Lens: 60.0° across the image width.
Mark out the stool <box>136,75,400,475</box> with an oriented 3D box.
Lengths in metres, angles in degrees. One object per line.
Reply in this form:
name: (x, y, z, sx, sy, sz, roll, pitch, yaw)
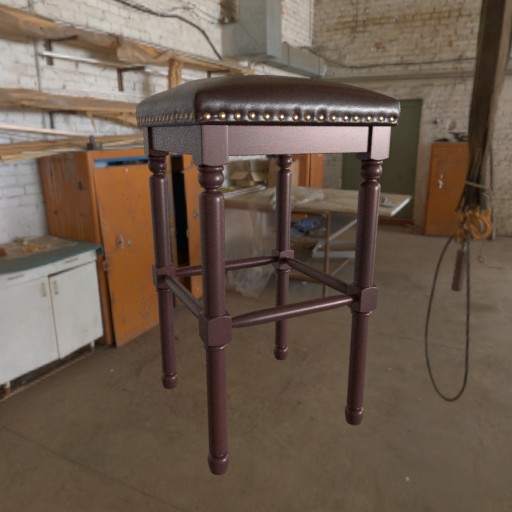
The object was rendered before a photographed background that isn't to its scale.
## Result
stool: (0.000, 0.000, 0.932, 0.383, 0.702, 0.382, -8, 17, -26)
